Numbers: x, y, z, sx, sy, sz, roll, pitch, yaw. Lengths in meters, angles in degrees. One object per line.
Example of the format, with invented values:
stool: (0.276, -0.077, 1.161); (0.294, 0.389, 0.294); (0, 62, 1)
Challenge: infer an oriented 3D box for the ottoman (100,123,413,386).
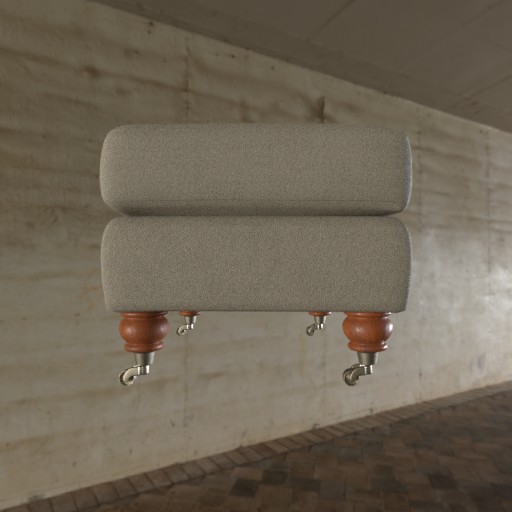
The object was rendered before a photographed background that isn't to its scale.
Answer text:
ottoman: (0.000, 0.000, 1.141); (0.569, 0.504, 0.773); (0, -1, 0)
